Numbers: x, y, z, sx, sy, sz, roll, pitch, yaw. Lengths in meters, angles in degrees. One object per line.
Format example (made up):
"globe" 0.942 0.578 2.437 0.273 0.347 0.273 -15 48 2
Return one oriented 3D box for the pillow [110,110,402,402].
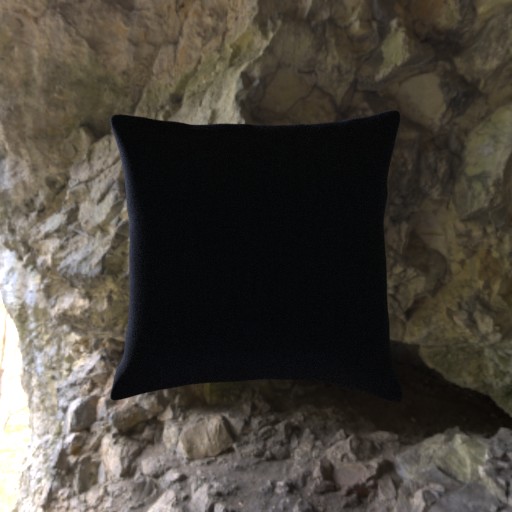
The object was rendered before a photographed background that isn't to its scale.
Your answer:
"pillow" 0.000 0.000 0.653 0.431 0.431 0.141 0 0 0
